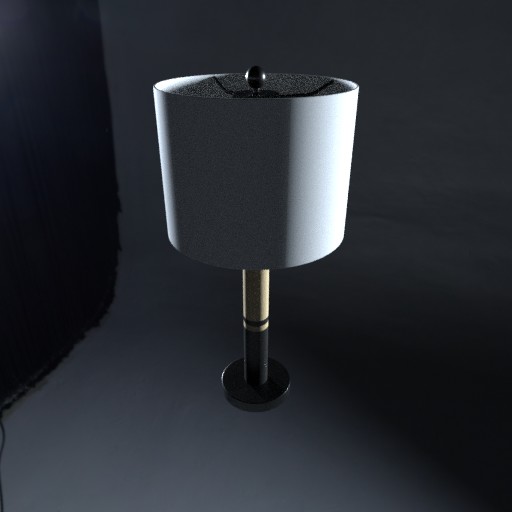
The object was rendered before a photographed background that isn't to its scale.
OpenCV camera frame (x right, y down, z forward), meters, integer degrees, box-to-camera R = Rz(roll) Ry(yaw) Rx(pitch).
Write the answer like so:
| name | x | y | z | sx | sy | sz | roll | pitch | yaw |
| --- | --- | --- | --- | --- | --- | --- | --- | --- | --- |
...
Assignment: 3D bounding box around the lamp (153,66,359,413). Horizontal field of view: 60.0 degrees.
| name | x | y | z | sx | sy | sz | roll | pitch | yaw |
| --- | --- | --- | --- | --- | --- | --- | --- | --- | --- |
| lamp | 0.000 | 0.000 | 0.809 | 0.305 | 0.640 | 0.305 | 9 | 29 | 16 |
